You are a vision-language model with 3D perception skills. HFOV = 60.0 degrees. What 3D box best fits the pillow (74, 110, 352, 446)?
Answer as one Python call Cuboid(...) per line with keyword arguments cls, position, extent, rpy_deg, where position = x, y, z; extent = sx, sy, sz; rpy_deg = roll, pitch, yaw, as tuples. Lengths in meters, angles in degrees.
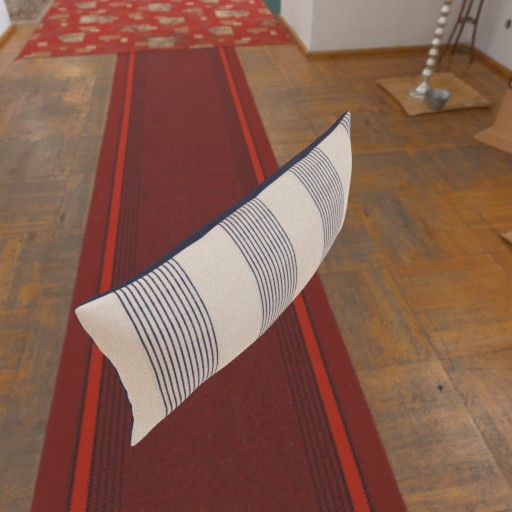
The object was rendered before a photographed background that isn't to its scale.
Cuboid(cls="pillow", position=(0.000, 0.000, 0.721), extent=(0.151, 0.287, 0.610), rpy_deg=(25, 47, 26))
